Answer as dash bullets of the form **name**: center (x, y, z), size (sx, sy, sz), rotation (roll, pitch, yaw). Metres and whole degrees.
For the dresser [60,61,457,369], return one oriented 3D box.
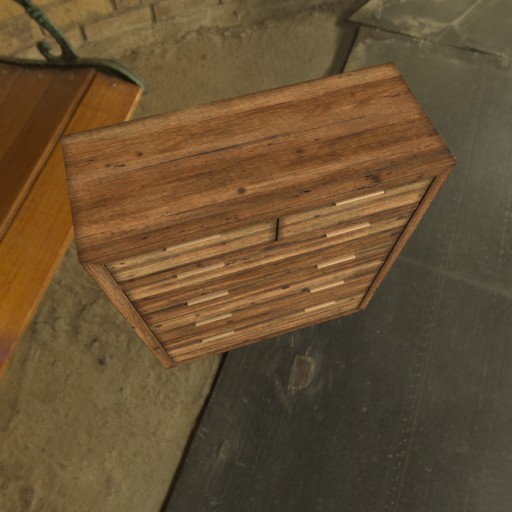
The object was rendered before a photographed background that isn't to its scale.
- **dresser**: center (0.000, 0.000, 1.884), size (1.067, 1.359, 0.438), rotation (-15, 64, -8)
